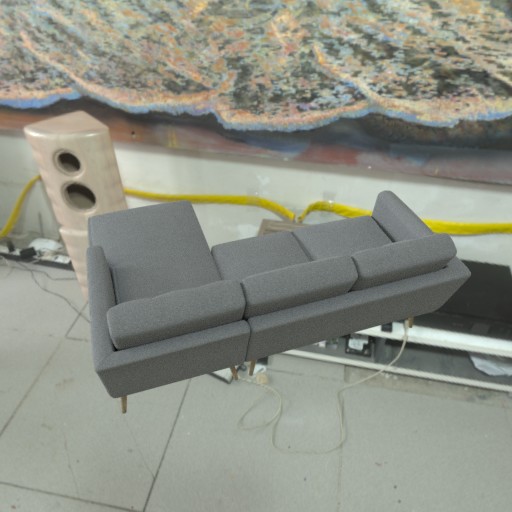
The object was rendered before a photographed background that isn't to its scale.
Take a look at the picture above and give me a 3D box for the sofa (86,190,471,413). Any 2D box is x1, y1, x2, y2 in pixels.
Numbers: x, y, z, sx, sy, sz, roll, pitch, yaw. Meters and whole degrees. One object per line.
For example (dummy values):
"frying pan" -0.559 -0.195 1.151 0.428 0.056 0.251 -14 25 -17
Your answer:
"sofa" 0.000 0.000 2.851 2.040 0.860 1.530 -12 42 -14
